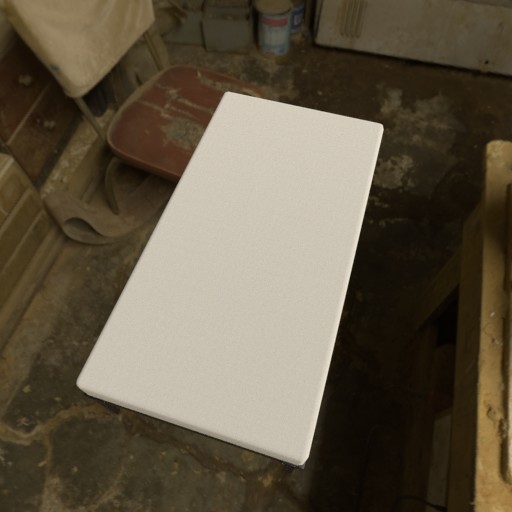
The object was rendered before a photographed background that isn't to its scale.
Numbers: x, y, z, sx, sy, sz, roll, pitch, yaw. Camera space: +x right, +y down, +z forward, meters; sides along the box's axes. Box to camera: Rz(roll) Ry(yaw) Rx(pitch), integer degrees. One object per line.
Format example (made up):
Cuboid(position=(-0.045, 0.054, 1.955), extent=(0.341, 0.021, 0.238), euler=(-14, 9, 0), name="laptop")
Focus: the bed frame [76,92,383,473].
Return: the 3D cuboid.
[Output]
Cuboid(position=(0.000, 0.000, 3.326), extent=(1.393, 0.680, 2.635), euler=(15, 60, 9), name="bed frame")
